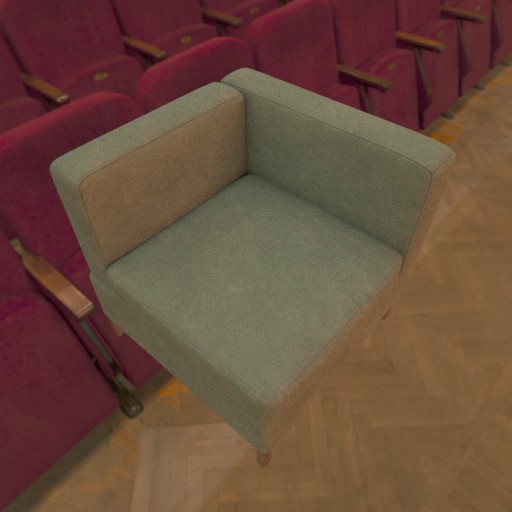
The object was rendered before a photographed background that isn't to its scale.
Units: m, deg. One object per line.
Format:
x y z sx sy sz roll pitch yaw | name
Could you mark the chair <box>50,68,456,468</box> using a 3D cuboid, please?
0.000 0.000 1.199 0.680 0.660 0.680 32 55 27 | chair
